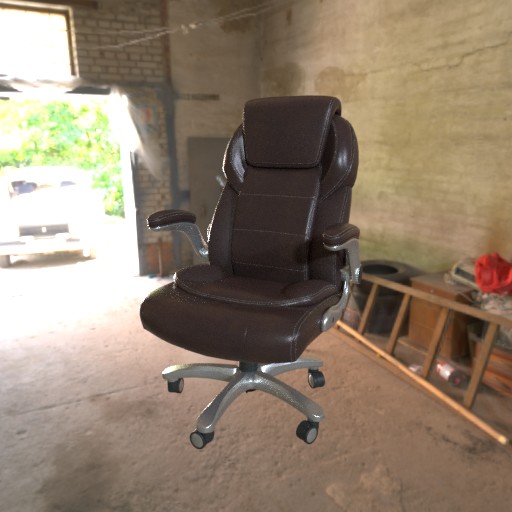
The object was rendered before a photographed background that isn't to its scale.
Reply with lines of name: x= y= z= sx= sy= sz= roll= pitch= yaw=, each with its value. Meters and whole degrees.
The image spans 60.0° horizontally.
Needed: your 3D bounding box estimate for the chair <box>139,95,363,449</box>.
chair: x=0.000 y=0.000 z=1.629 sx=0.733 sy=1.160 sz=0.774 roll=7 pitch=16 yaw=25
